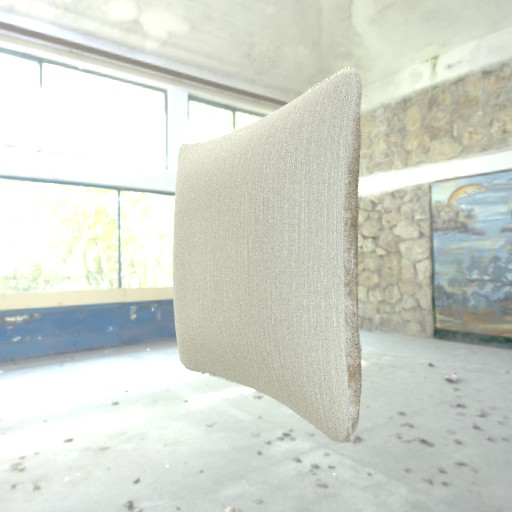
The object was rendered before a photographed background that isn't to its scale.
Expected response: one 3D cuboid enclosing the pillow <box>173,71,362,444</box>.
[{"bbox_3d":[0.000,0.000,0.829,0.216,0.525,0.538,1,-1,-36],"label":"pillow"}]
